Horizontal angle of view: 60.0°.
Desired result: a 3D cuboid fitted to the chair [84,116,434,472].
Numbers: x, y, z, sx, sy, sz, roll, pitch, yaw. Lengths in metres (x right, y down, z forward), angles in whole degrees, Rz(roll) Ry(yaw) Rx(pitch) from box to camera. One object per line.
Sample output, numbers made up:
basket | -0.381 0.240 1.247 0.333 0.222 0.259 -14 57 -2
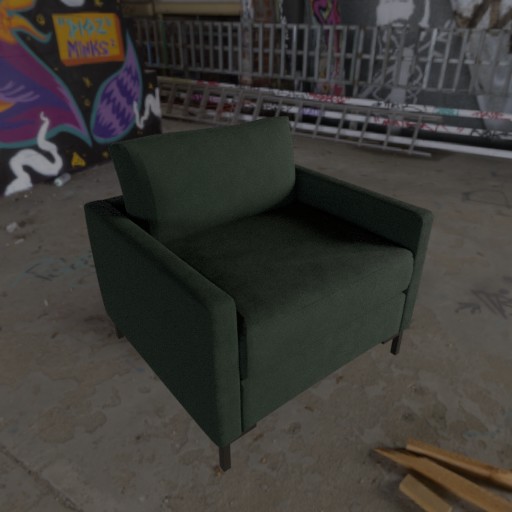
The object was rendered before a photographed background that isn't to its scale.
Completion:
chair | 0.000 0.000 1.655 0.963 0.861 0.866 -21 35 -33
